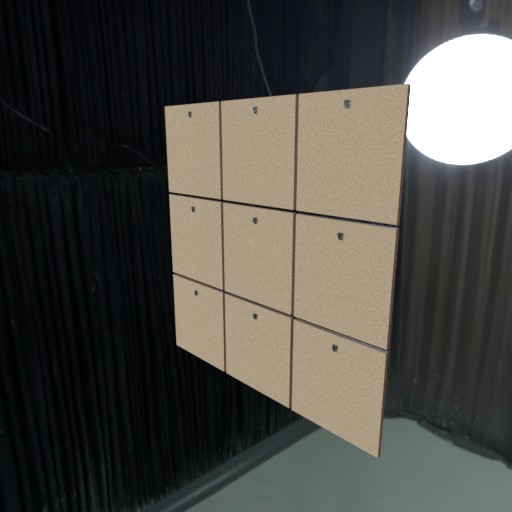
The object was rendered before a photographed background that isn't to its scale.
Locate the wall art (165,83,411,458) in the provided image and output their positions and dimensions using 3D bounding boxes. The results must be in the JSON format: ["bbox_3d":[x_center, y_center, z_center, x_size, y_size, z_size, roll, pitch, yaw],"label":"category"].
[{"bbox_3d":[0.000,0.000,1.342,0.018,0.904,0.906,-14,20,-42],"label":"wall art"}]
